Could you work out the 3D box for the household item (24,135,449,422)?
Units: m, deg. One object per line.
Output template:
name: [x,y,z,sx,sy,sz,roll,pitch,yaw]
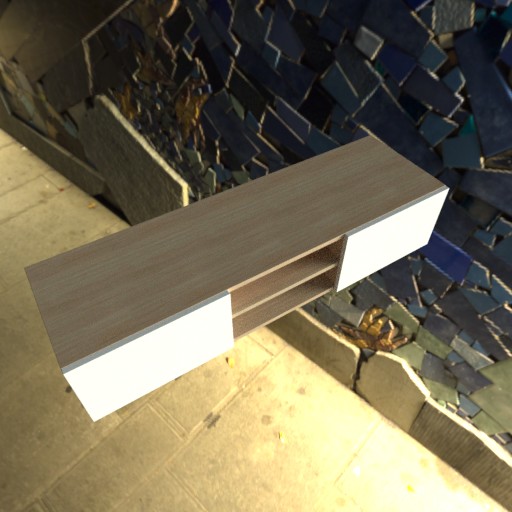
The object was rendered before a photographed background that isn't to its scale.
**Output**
household item: [0.000,0.000,1.591,1.400,0.310,0.420,-25,51,-21]
